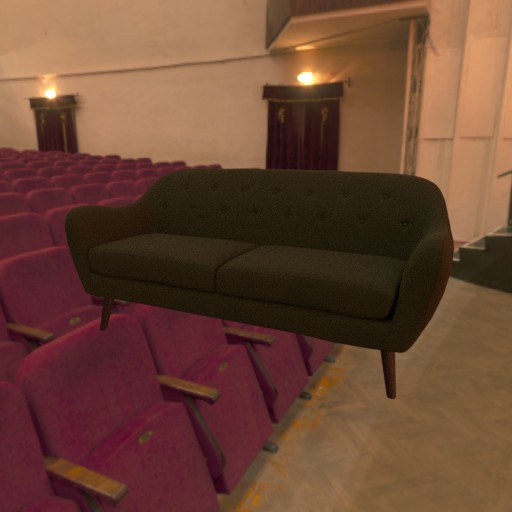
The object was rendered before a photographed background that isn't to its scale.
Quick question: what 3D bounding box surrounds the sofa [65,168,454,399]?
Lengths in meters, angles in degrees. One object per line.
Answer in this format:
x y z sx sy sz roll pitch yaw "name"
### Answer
0.000 0.000 2.261 1.840 0.836 0.820 7 15 25 "sofa"
